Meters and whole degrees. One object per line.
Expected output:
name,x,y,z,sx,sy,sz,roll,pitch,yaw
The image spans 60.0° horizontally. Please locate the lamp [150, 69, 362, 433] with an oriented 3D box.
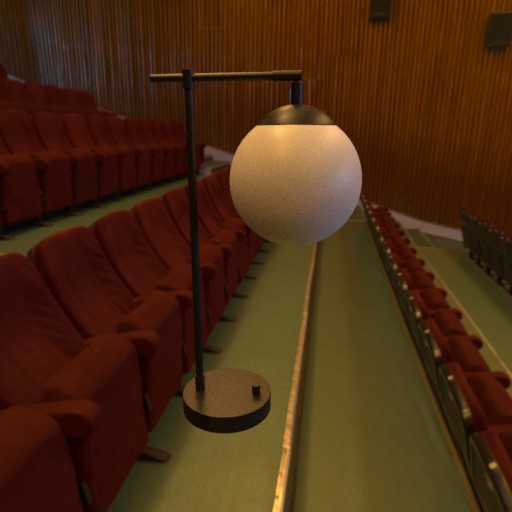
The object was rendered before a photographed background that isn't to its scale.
lamp,0.000,0.000,0.710,0.316,0.559,0.197,2,16,8
